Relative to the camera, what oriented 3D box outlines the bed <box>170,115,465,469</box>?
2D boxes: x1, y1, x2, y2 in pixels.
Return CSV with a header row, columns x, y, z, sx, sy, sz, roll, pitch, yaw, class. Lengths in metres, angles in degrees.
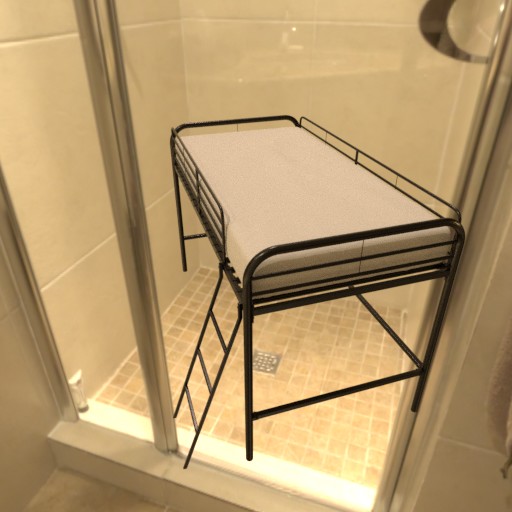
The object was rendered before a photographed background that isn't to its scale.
x,y,z,sx,sy,sz,roll,pitch,yaw,class
0.000,0.000,2.910,1.393,1.289,1.968,-10,33,-15,bed
